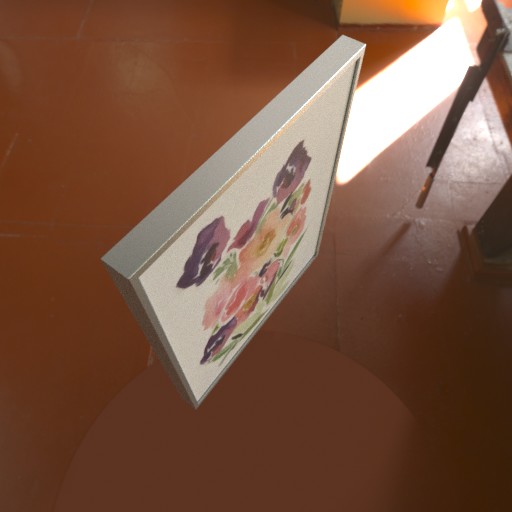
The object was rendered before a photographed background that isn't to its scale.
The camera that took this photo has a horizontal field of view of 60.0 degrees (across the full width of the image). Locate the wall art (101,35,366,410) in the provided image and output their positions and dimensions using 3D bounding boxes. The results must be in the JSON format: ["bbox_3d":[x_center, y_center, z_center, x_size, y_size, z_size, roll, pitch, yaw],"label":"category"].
[{"bbox_3d":[0.000,0.000,0.750,0.038,0.549,0.452,32,64,18],"label":"wall art"}]
